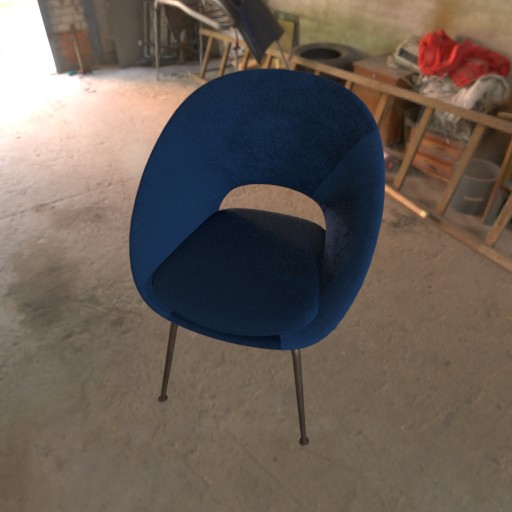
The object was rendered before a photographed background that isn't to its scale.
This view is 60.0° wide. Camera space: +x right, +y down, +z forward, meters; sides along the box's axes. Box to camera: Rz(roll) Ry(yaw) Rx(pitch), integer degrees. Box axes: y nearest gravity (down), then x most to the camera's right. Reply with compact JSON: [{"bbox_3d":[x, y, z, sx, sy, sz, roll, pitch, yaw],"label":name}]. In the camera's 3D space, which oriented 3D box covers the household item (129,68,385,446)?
[{"bbox_3d":[0.000,0.000,1.243,0.623,0.852,0.573,12,42,14],"label":"household item"}]
